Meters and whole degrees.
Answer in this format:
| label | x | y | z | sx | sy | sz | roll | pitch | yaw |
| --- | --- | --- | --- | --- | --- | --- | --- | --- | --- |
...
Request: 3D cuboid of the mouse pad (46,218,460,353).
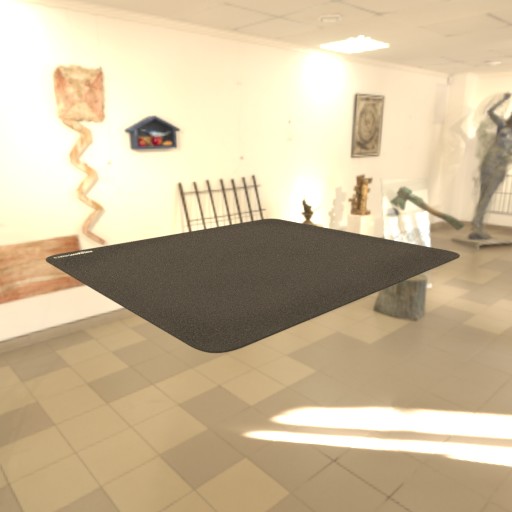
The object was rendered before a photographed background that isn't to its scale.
| label | x | y | z | sx | sy | sz | roll | pitch | yaw |
| --- | --- | --- | --- | --- | --- | --- | --- | --- | --- |
| mouse pad | 0.000 | 0.000 | 0.622 | 0.451 | 0.002 | 0.393 | -14 | 20 | -41 |
